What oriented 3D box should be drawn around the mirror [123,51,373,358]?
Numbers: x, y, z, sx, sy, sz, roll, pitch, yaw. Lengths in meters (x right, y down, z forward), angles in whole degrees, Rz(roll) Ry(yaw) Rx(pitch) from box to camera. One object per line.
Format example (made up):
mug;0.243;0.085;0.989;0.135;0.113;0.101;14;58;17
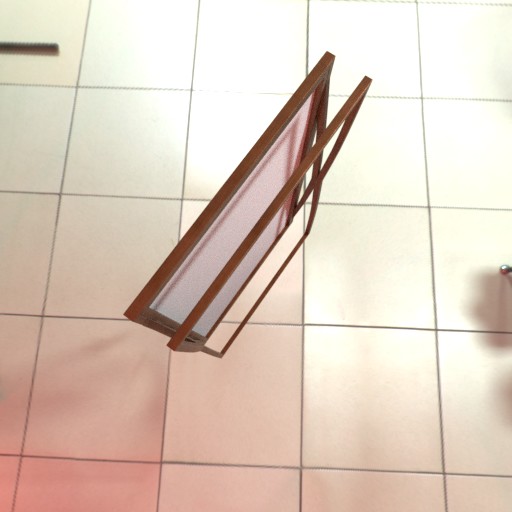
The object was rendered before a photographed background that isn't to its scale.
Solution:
mirror;0.000;0.000;0.964;0.082;0.768;0.468;34;79;8
